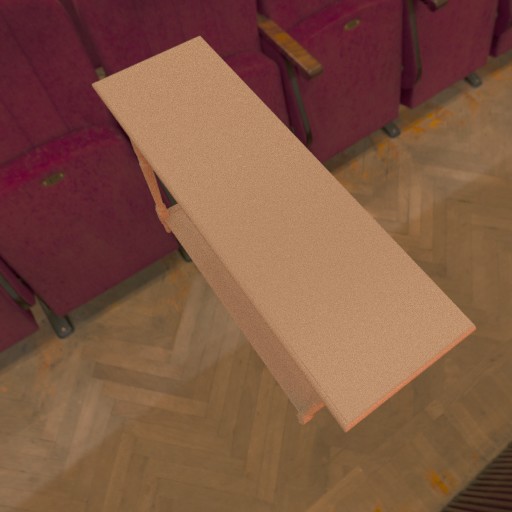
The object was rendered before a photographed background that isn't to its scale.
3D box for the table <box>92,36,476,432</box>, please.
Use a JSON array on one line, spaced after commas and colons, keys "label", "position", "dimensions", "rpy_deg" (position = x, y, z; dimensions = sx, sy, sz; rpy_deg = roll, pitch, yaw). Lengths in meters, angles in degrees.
[{"label": "table", "position": [0.000, 0.000, 1.527], "dimensions": [0.384, 0.808, 1.197], "rpy_deg": [-32, 68, -15]}]
